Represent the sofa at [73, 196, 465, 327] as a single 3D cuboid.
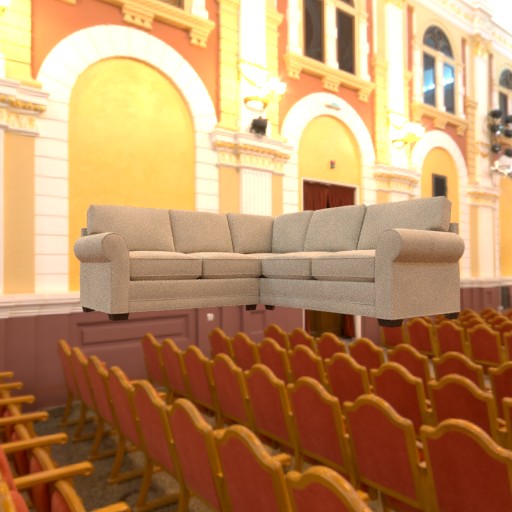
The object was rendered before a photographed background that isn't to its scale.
[{"bbox_3d":[0.000,0.000,3.916,2.487,1.054,2.569,1,-1,-37],"label":"sofa"}]
